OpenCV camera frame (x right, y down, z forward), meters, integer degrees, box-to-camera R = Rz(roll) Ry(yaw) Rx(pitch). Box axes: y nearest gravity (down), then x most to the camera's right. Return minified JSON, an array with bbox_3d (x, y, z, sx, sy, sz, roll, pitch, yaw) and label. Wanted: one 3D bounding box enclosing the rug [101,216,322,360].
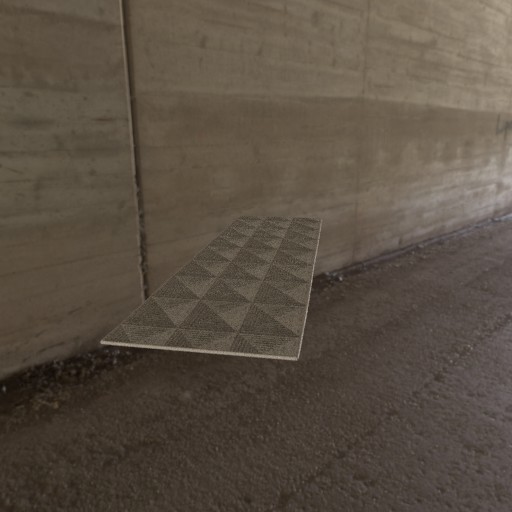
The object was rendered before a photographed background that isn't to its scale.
[{"bbox_3d":[0.000,0.000,2.407,0.645,0.015,2.182,3,16,10],"label":"rug"}]
